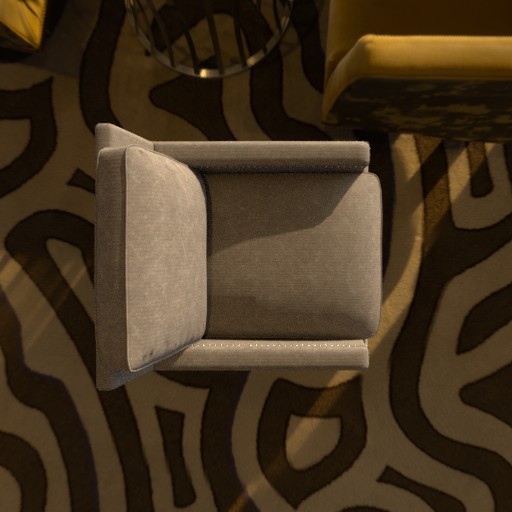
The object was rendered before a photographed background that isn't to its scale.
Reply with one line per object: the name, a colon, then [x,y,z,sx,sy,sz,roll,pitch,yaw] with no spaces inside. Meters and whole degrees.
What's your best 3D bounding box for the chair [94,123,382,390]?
chair: [0.000,0.000,1.720,1.014,0.948,0.853,0,91,0]
